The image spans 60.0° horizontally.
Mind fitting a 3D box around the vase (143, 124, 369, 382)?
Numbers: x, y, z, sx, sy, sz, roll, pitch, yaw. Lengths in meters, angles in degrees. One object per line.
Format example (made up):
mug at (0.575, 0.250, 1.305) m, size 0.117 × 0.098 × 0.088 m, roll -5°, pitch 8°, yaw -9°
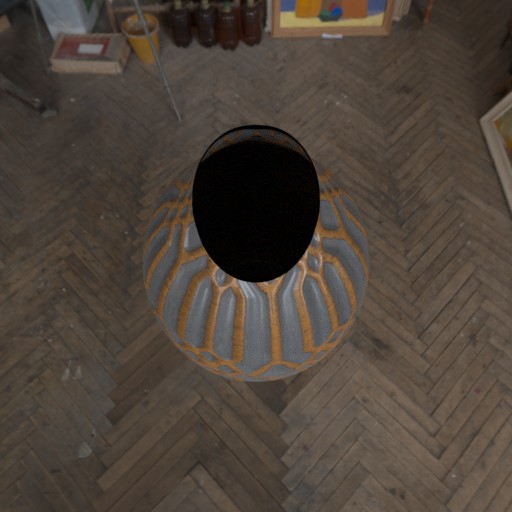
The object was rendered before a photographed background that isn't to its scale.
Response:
vase at (0.000, 0.000, 0.134) m, size 0.069 × 0.088 × 0.069 m, roll 0°, pitch 64°, yaw 0°
